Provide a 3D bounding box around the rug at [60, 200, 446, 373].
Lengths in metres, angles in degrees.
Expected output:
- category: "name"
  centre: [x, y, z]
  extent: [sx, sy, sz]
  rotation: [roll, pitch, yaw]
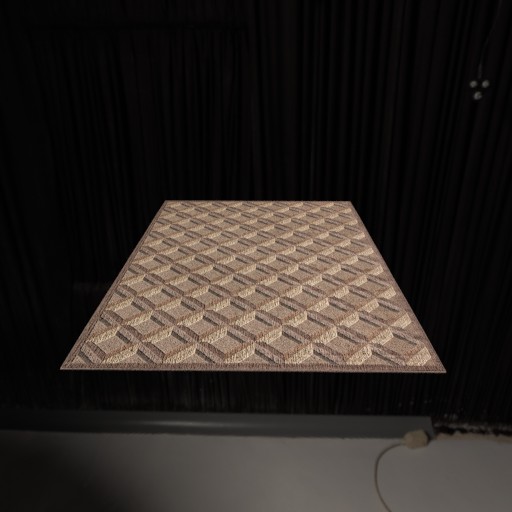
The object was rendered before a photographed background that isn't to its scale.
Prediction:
- category: "rug"
  centre: [0.000, 0.000, 4.207]
  extent: [2.382, 0.018, 3.294]
  rotation: [0, 25, 1]
